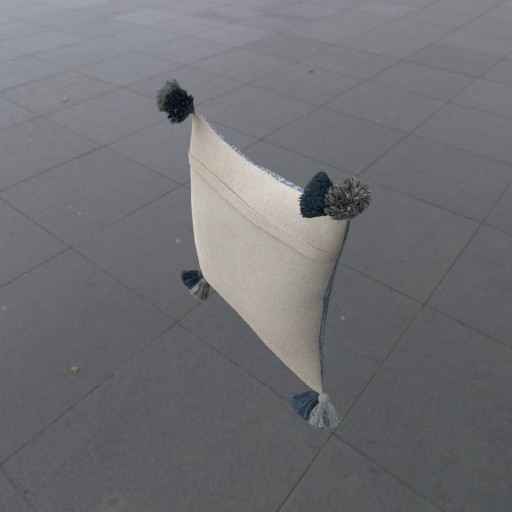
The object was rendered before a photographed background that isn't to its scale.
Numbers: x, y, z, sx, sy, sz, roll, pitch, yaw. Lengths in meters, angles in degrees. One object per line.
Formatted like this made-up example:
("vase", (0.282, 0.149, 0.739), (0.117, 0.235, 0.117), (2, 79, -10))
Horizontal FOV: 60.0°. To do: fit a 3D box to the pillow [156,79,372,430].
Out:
("pillow", (0.000, 0.000, 0.954), (0.138, 0.634, 0.614), (-25, 47, -27))
